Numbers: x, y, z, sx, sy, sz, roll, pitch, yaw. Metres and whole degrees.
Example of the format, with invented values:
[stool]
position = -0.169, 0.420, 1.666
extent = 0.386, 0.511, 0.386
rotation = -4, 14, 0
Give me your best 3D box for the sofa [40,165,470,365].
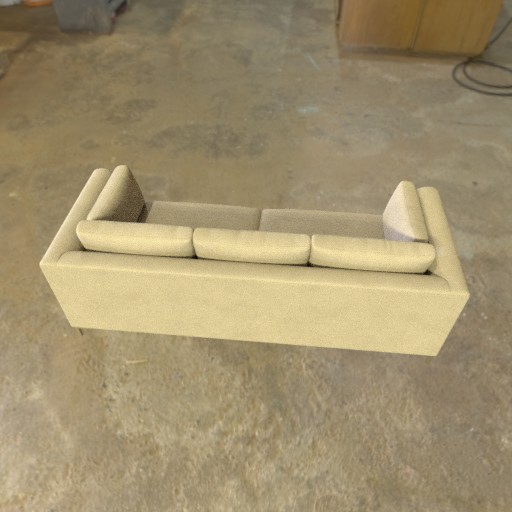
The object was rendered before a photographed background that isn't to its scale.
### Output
[sofa]
position = 0.000, 0.000, 3.016
extent = 2.415, 0.867, 0.969
rotation = 4, 47, 4
